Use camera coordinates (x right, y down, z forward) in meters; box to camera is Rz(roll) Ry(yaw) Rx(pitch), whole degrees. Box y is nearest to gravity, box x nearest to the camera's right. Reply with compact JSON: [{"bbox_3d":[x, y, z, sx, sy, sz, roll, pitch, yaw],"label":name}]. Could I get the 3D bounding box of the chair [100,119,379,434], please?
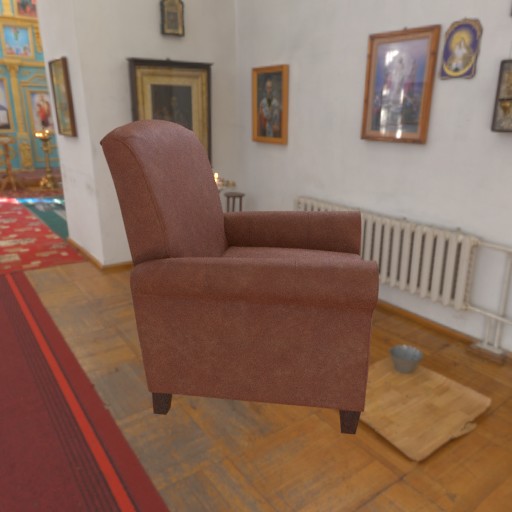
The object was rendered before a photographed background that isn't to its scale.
[{"bbox_3d":[0.000,0.000,1.800,0.902,1.061,0.978,3,16,9],"label":"chair"}]
